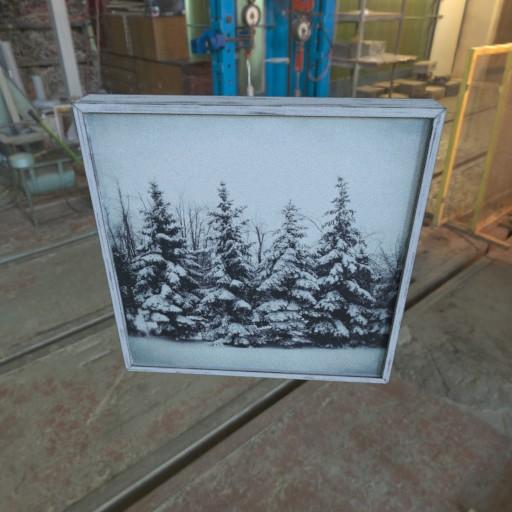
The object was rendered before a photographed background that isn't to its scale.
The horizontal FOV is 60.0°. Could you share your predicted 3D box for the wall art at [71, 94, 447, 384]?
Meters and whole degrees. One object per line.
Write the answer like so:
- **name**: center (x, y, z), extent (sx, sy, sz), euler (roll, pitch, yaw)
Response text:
- **wall art**: center (0.000, 0.000, 0.450), extent (0.303, 0.303, 0.036), euler (2, 31, 3)
